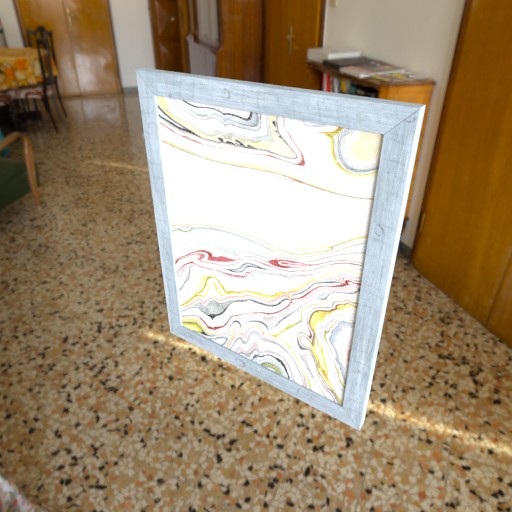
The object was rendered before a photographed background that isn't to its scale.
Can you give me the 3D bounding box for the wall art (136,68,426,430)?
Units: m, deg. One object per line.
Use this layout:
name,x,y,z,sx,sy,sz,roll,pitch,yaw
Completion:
wall art,0.000,0.000,0.792,0.479,0.582,0.022,20,37,29
